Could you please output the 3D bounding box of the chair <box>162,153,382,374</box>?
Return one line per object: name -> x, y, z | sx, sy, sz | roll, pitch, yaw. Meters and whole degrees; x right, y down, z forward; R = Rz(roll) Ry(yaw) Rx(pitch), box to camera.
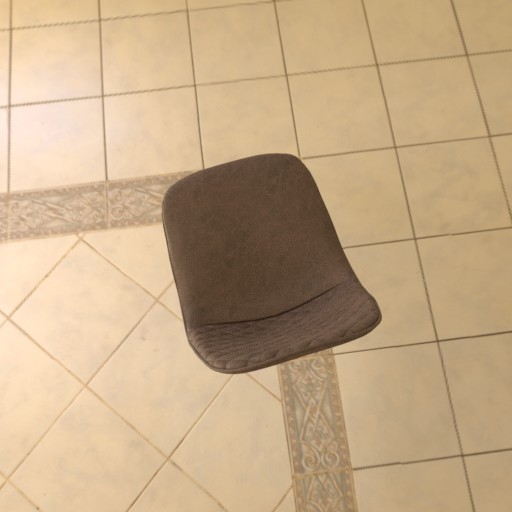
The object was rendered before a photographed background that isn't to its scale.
chair -> 0.000, 0.000, 1.199 | 0.472, 0.889, 0.561 | -16, 77, -4
